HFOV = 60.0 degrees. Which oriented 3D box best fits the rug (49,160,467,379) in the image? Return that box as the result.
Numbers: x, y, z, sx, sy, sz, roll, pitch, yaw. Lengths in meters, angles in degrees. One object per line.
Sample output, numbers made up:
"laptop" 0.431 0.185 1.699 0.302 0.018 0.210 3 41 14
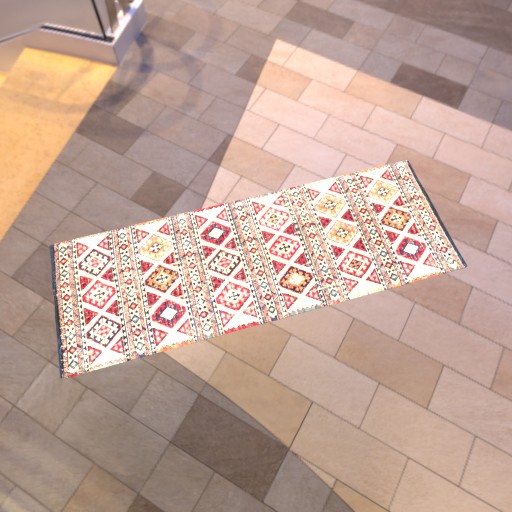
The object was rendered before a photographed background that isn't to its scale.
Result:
"rug" 0.000 0.000 2.642 2.362 0.008 0.832 -14 64 -7
